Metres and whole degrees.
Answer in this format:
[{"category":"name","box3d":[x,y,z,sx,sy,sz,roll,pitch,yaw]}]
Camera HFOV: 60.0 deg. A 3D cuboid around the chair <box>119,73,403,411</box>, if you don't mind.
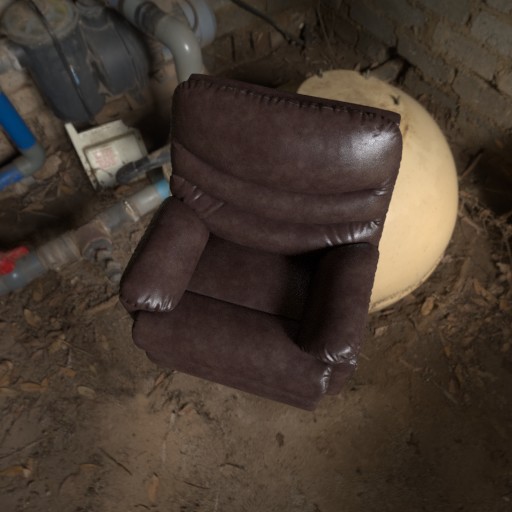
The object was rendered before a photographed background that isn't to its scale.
[{"category":"chair","box3d":[0.000,0.000,1.753,0.940,1.041,0.879,14,60,9]}]
